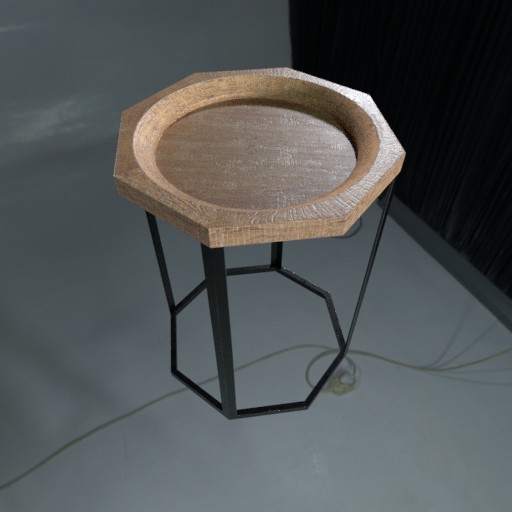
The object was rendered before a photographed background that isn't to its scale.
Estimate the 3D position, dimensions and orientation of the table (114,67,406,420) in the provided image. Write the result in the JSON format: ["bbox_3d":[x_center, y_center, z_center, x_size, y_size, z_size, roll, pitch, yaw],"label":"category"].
[{"bbox_3d":[0.000,0.000,0.865,0.437,0.553,0.437,-23,52,-20],"label":"table"}]
